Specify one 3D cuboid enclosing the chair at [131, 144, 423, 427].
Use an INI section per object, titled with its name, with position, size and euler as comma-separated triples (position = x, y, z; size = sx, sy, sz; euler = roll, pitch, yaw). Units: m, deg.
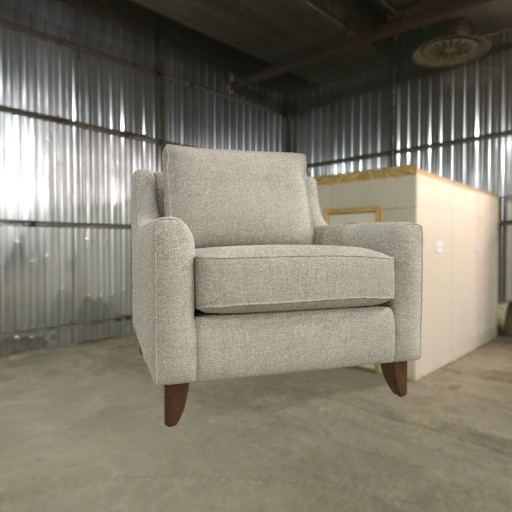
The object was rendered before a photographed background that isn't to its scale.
[chair]
position = 0.000, 0.000, 1.614
size = 0.838, 0.864, 0.918
euler = -1, 2, -18
